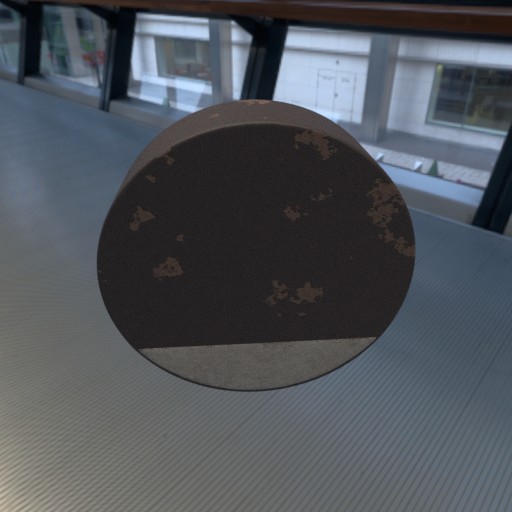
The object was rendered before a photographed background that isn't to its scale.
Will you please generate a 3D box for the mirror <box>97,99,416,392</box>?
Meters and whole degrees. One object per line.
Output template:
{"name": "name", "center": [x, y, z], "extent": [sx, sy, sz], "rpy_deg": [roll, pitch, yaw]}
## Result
{"name": "mirror", "center": [0.000, 0.000, 0.594], "extent": [0.386, 0.386, 0.126], "rpy_deg": [-2, 31, -4]}
